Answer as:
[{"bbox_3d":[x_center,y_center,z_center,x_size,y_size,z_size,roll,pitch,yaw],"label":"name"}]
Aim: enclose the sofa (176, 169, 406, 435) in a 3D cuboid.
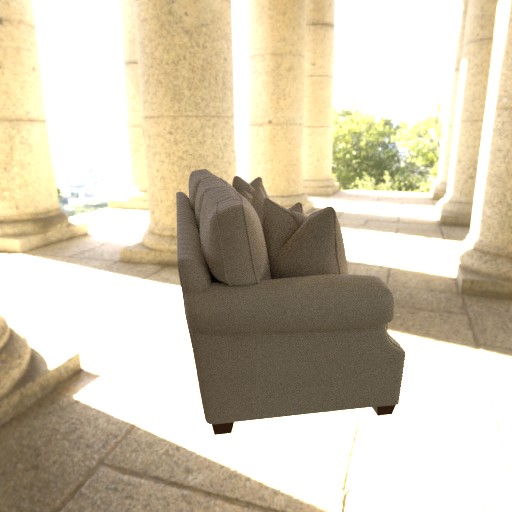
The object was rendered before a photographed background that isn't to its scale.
[{"bbox_3d":[0.000,0.000,2.805,0.965,0.975,2.312,-3,15,-10],"label":"sofa"}]
